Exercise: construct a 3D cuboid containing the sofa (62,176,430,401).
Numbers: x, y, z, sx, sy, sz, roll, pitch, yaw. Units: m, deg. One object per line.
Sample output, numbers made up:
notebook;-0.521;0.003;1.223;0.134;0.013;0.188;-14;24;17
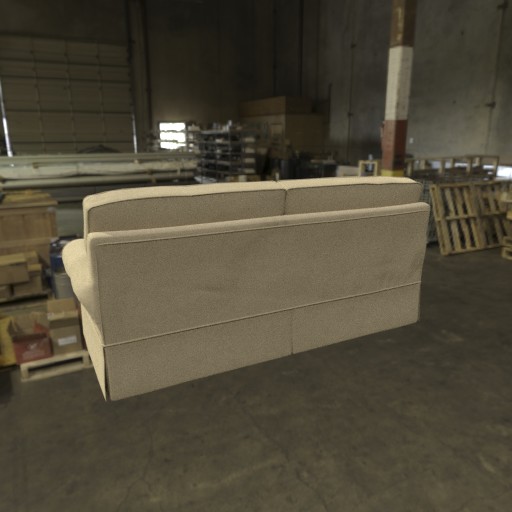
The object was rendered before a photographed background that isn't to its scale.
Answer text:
sofa;0.000;0.000;2.862;2.246;1.014;0.900;-8;17;-27
